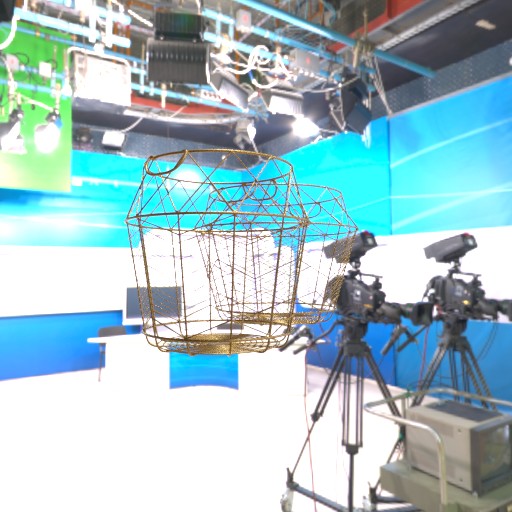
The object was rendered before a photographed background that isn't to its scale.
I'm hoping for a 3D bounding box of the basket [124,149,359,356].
[{"bbox_3d":[0.000,0.000,1.050,0.451,0.343,0.805,0,-2,17],"label":"basket"}]
